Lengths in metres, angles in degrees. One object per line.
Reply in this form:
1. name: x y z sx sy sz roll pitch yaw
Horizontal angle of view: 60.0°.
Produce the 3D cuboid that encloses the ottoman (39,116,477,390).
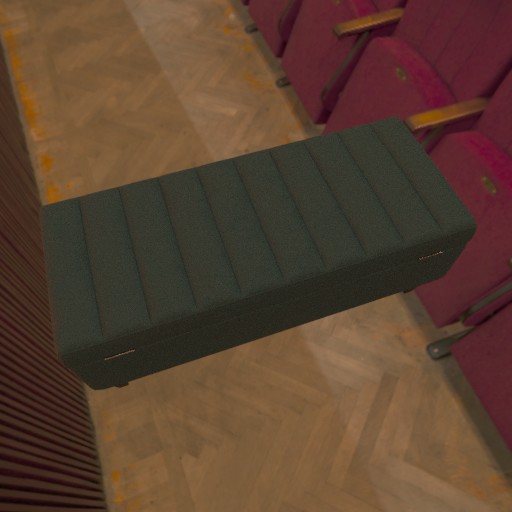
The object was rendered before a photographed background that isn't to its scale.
1. ottoman: 0.000 0.000 1.405 1.151 0.469 0.482 -16 60 -10
